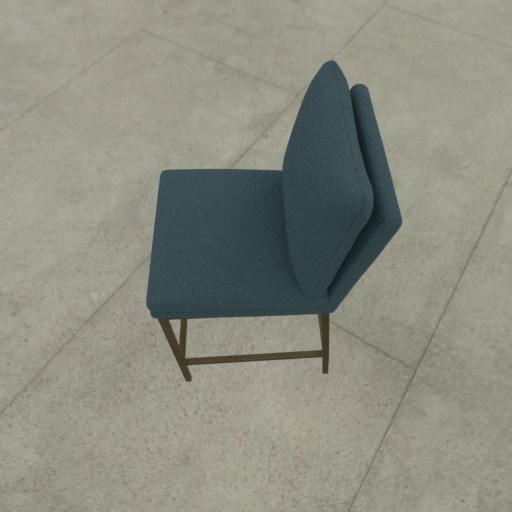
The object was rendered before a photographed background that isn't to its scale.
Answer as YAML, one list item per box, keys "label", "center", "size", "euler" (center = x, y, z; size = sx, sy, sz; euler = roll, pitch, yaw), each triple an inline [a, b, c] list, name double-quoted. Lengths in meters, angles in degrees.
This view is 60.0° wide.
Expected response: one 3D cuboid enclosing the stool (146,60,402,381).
- label: "stool"
  center: [0.000, 0.000, 1.343]
  size: [0.568, 1.032, 0.463]
  euler: [-2, 58, -1]
